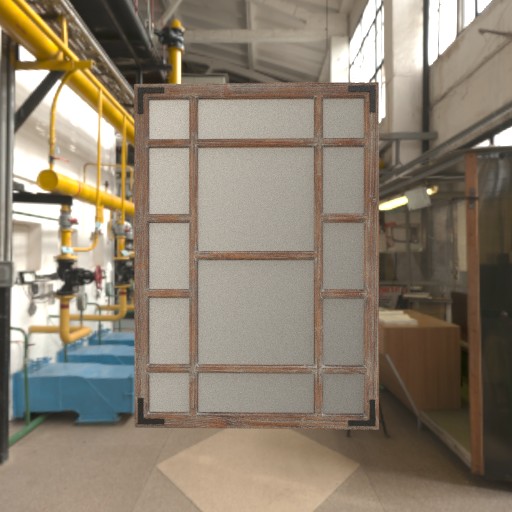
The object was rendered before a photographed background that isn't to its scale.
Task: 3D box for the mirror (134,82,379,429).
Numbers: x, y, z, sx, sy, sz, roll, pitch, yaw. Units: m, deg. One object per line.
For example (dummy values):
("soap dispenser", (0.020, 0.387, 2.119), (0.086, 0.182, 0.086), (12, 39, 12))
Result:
("mirror", (0.000, 0.000, 1.286), (0.705, 0.996, 0.025), (0, 0, 1))
